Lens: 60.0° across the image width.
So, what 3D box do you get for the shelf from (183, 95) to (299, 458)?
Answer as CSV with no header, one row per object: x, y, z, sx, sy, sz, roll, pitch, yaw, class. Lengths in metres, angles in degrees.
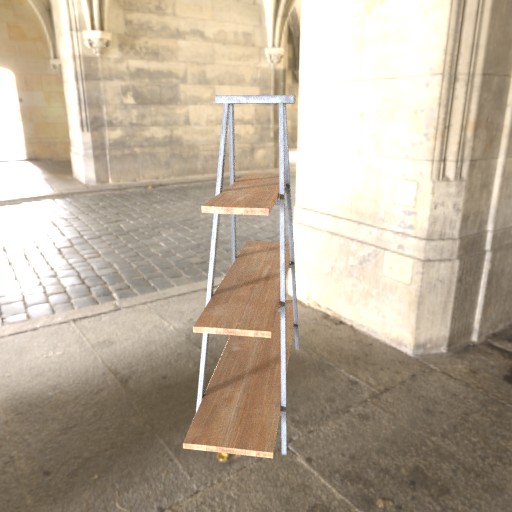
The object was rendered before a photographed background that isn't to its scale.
0.000,0.000,2.658,0.508,1.808,1.746,3,18,8,shelf
